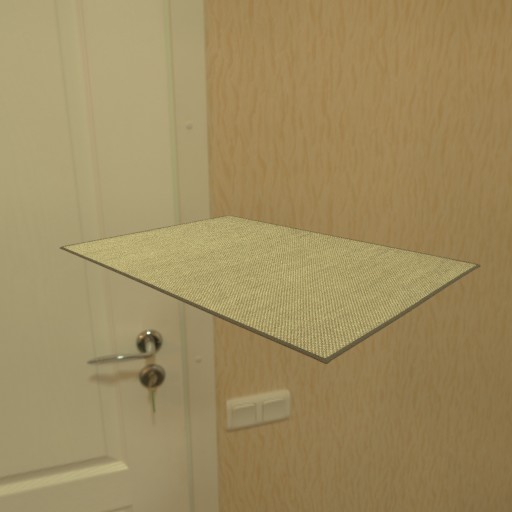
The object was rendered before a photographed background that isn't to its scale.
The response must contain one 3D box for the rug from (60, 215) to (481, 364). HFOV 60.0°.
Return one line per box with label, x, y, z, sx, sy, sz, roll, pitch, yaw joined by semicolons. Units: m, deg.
rug;0.000;0.000;2.726;2.133;0.012;1.523;15;22;42
